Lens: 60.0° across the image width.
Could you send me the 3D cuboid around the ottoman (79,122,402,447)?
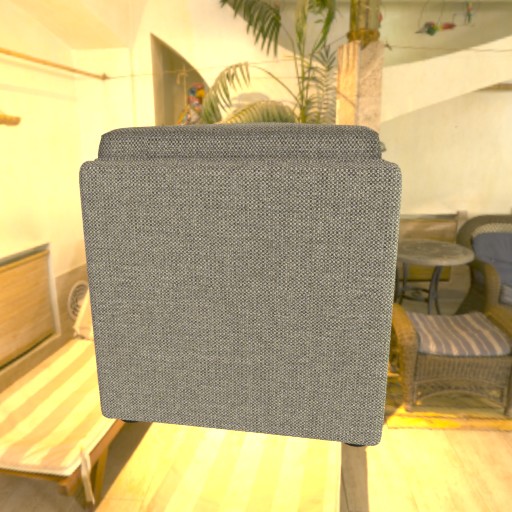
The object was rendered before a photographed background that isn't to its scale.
[{"bbox_3d":[0.000,0.000,0.846,0.454,0.487,0.436,2,14,9],"label":"ottoman"}]
